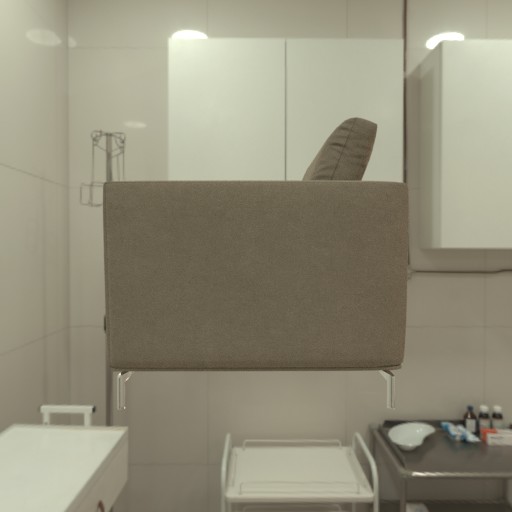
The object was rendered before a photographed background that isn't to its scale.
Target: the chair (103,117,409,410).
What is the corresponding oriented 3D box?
[{"bbox_3d":[0.000,0.000,1.706,0.889,0.864,1.041,0,1,0],"label":"chair"}]
